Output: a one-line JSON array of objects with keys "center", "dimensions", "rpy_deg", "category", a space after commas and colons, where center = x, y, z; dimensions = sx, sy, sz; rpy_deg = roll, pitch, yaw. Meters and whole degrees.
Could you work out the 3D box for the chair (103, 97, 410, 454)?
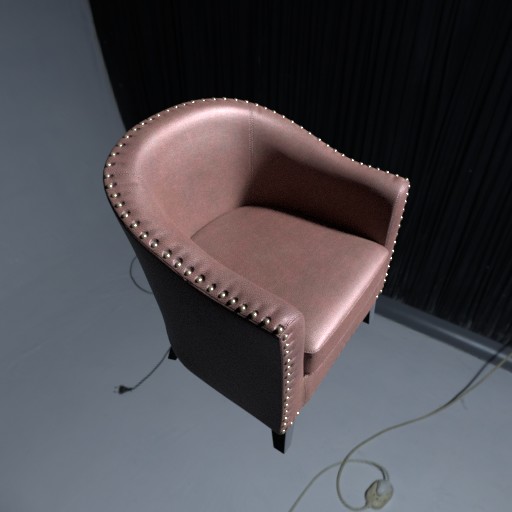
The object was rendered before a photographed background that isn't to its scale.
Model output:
[{"center": [0.000, 0.000, 1.476], "dimensions": [0.748, 0.823, 0.794], "rpy_deg": [24, 46, 26], "category": "chair"}]
